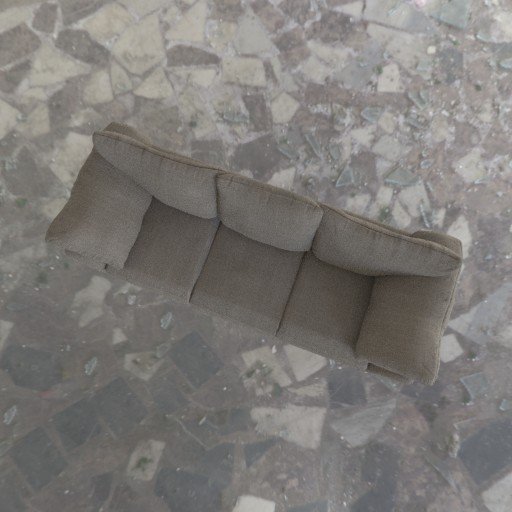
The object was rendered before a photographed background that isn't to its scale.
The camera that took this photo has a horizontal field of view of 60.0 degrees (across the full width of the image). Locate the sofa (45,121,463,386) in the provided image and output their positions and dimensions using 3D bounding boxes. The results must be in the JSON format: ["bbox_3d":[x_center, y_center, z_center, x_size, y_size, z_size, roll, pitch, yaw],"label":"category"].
[{"bbox_3d":[0.000,0.000,2.818,2.334,0.996,0.878,20,76,5],"label":"sofa"}]
